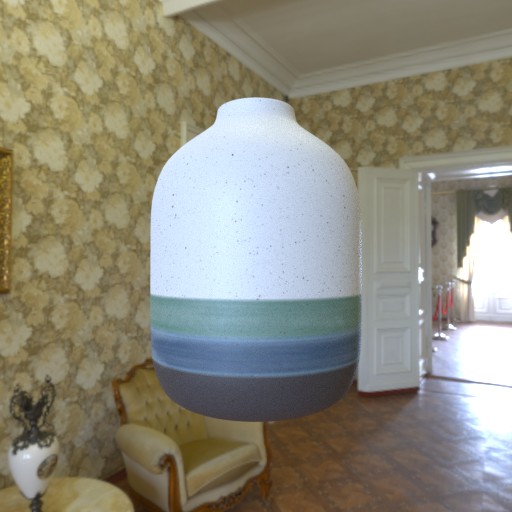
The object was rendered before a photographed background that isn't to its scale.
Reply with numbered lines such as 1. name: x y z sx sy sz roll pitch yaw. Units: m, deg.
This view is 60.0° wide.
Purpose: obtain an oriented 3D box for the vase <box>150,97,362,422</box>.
1. vase: 0.000 0.000 0.366 0.169 0.240 0.169 0 -1 0
